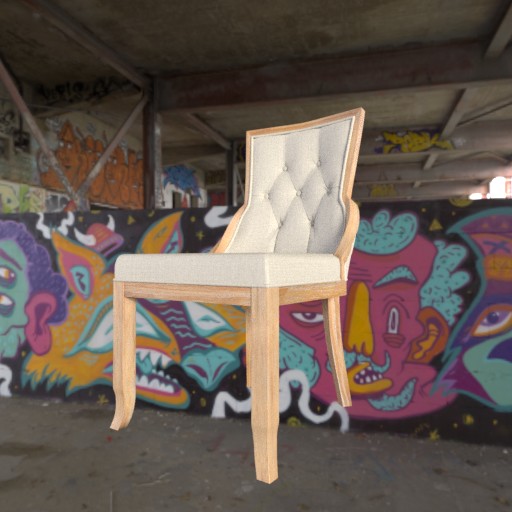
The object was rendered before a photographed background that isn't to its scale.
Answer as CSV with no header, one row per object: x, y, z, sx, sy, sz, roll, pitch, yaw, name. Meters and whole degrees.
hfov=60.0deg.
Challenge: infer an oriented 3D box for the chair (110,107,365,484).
0.000,0.000,1.323,0.524,0.947,0.641,0,-1,35,chair
